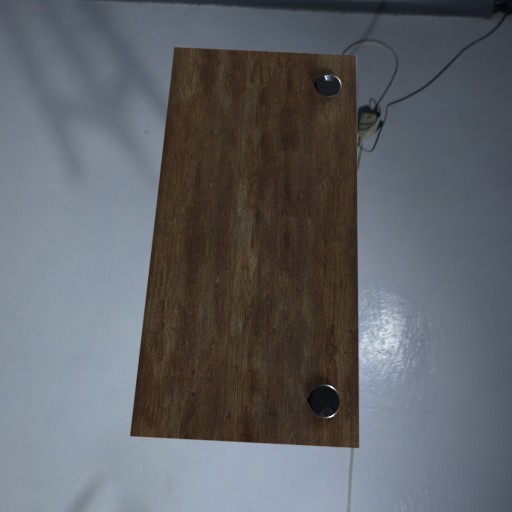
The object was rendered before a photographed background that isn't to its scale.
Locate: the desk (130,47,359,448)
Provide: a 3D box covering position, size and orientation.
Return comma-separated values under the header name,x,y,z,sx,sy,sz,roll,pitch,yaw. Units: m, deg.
name,x,y,z,sx,sy,sz,roll,pitch,yaw
desk,0.000,0.000,1.666,0.600,0.749,1.200,3,76,1
